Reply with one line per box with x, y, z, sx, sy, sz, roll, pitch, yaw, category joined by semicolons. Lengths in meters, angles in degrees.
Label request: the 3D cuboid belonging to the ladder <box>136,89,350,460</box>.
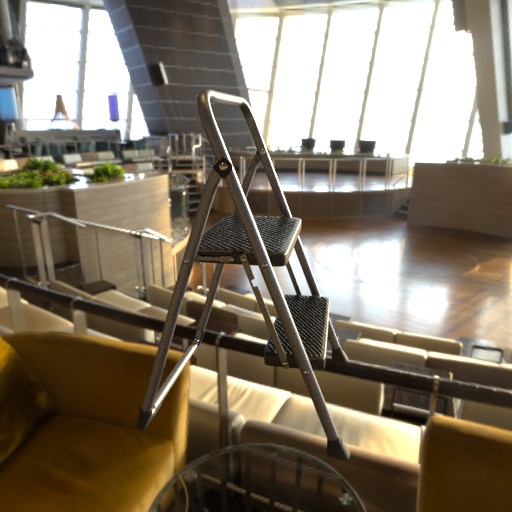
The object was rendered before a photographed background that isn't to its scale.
0.000;0.000;1.042;0.472;0.720;0.430;3;17;10;ladder
